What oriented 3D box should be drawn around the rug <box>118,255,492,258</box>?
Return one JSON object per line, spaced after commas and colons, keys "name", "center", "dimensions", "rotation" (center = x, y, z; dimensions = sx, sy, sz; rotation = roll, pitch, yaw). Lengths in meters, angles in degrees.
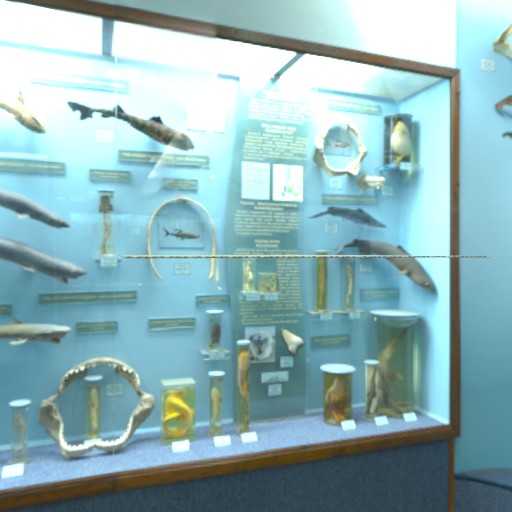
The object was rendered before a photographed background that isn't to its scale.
{"name": "rug", "center": [0.000, 0.000, 4.105], "dimensions": [2.444, 0.013, 3.043], "rotation": [0, 0, -18]}
